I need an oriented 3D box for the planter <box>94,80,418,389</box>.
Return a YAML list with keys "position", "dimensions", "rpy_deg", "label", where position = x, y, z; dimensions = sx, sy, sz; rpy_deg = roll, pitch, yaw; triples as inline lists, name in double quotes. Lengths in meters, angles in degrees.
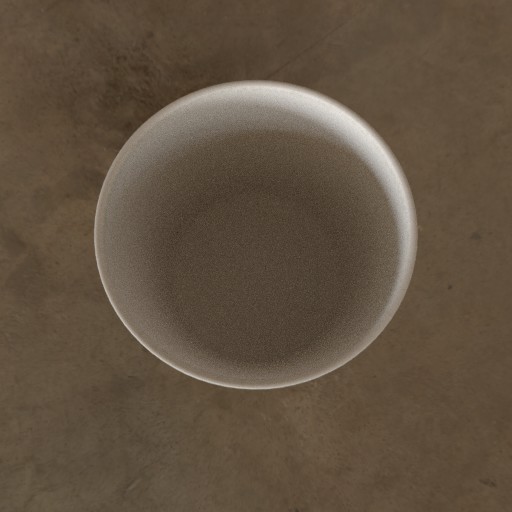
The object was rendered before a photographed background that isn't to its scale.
- position: [0.000, 0.000, 0.796]
  dimensions: [0.440, 0.398, 0.440]
  rpy_deg: [0, 76, 0]
  label: "planter"
